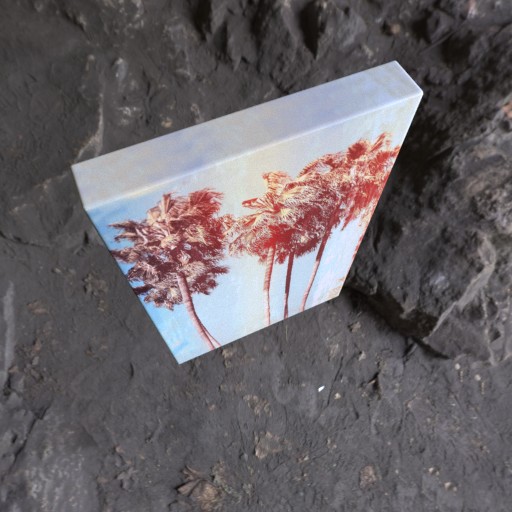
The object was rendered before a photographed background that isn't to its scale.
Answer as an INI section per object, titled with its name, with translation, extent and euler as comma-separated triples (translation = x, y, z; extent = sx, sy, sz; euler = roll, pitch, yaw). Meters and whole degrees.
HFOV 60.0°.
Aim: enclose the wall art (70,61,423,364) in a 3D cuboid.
[wall art]
translation = 0.000, 0.000, 0.473
extent = 0.251, 0.380, 0.039
euler = -22, 64, -11
